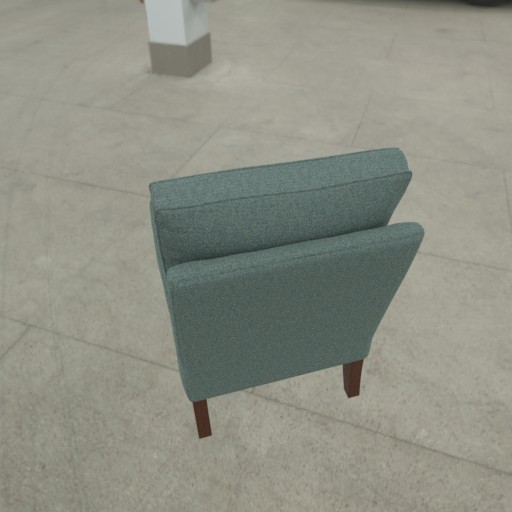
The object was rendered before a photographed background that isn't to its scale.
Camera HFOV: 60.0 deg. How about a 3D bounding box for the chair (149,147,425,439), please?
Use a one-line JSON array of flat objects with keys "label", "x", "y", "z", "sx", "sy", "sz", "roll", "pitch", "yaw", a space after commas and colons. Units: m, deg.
[{"label": "chair", "x": 0.000, "y": 0.000, "z": 1.445, "sx": 0.624, "sy": 0.901, "sz": 0.796, "roll": -11, "pitch": 42, "yaw": -12}]
